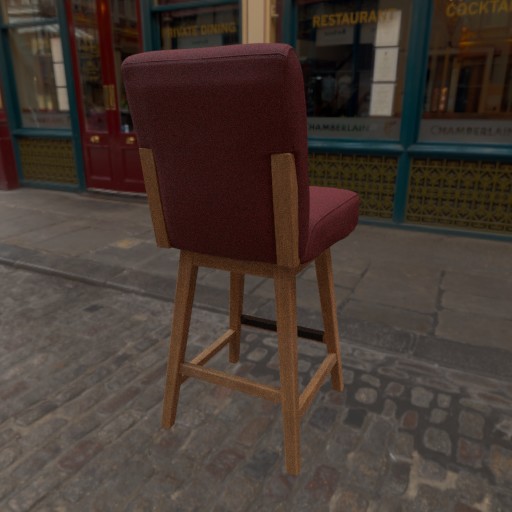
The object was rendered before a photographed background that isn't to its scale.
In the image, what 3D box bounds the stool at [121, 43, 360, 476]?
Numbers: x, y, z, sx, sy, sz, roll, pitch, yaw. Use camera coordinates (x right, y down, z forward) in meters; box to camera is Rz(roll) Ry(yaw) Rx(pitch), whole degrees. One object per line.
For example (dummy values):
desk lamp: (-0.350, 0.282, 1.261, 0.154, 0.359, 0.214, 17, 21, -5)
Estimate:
stool: (0.000, 0.000, 1.279, 0.468, 1.038, 0.562, 8, 19, 25)
